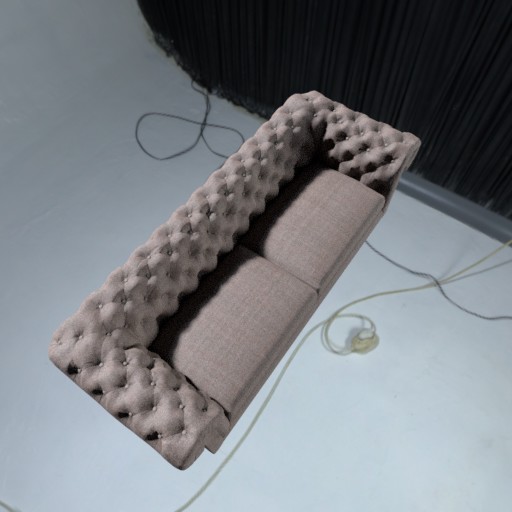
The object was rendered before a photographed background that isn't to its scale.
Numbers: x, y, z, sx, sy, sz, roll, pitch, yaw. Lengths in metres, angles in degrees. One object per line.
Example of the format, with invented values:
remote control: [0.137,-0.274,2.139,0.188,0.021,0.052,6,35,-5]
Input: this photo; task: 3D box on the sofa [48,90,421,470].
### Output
sofa: [0.000,0.000,2.743,0.944,0.787,2.385,32,64,18]
